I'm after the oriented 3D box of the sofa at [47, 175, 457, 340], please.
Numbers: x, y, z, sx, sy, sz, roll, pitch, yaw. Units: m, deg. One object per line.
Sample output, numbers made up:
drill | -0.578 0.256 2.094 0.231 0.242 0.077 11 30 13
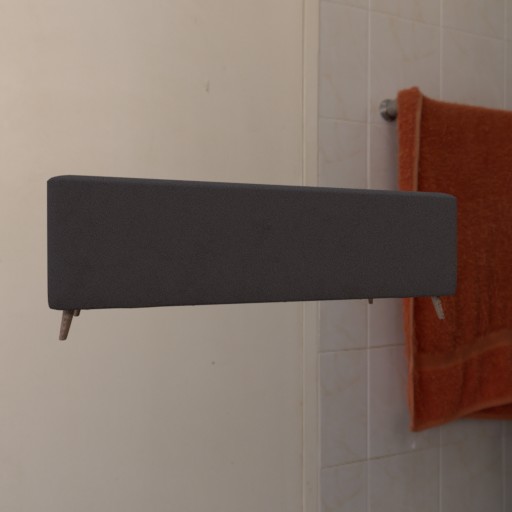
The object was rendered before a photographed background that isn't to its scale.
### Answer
sofa | 0.000 0.000 2.668 2.190 0.740 0.900 0 1 -18
